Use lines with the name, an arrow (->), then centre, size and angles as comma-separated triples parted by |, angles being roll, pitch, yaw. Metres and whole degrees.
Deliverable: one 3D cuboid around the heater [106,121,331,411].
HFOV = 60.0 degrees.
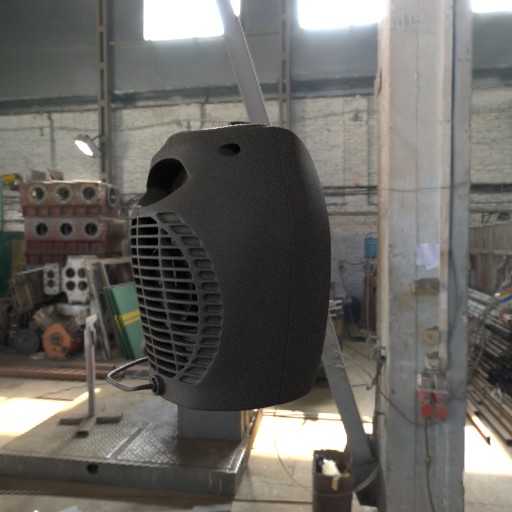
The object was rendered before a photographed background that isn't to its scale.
heater -> 0.000, 0.000, 0.470 | 0.291, 0.240, 0.239 | -1, 2, -35
